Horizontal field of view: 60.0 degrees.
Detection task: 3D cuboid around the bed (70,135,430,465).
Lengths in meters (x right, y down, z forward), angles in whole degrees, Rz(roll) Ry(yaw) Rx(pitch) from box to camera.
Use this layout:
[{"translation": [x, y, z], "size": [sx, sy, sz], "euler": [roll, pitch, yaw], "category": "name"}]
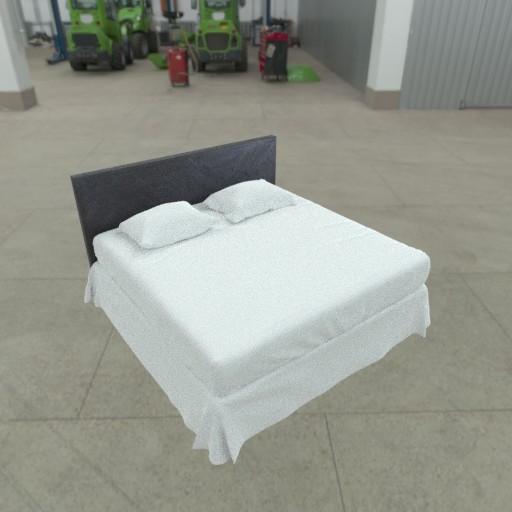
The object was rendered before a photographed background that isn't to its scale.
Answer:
[{"translation": [0.000, 0.000, 3.519], "size": [2.255, 1.158, 2.165], "euler": [-21, 36, -31], "category": "bed"}]
